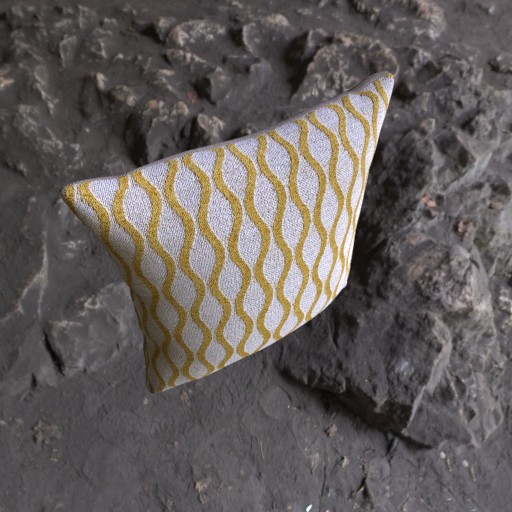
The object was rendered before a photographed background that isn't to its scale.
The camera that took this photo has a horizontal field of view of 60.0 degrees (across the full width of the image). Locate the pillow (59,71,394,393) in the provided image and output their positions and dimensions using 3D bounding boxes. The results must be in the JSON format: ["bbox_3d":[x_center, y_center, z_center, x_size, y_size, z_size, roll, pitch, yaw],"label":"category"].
[{"bbox_3d":[0.000,0.000,0.645,0.429,0.436,0.159,-27,53,-22],"label":"pillow"}]
